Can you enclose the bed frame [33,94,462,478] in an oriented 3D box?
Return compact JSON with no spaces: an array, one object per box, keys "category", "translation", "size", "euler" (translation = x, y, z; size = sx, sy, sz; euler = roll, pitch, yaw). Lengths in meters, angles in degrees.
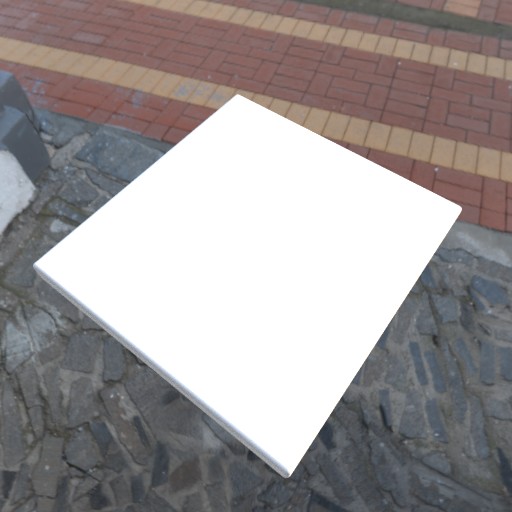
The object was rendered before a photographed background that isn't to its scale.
[{"category":"bed frame","translation":[0.000,0.000,3.052],"size":[1.935,0.525,2.033],"euler":[33,63,19]}]
